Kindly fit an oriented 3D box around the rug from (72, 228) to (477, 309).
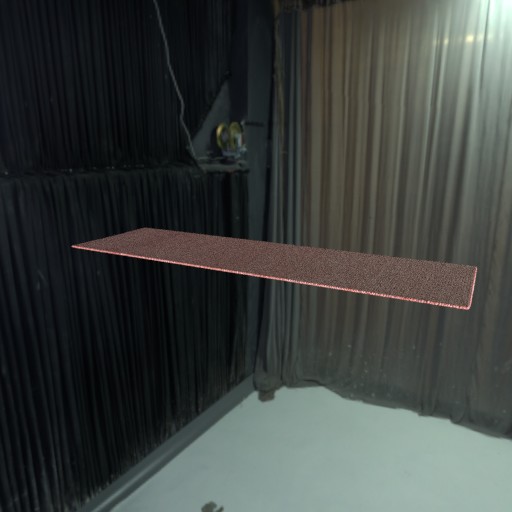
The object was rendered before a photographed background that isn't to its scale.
[{"bbox_3d":[0.000,0.000,2.595,2.307,0.012,0.687,8,17,27],"label":"rug"}]
